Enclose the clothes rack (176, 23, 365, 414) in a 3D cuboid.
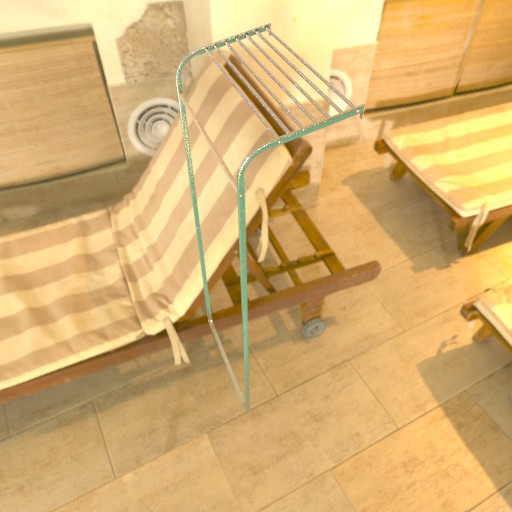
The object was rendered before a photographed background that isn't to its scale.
[{"bbox_3d":[0.000,0.000,1.838,0.349,1.574,0.609,-17,49,-15],"label":"clothes rack"}]
